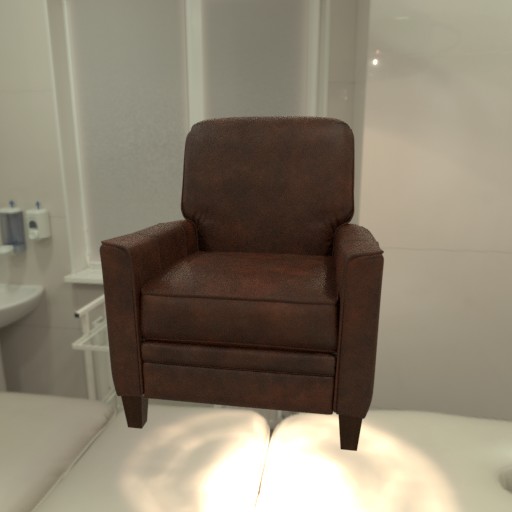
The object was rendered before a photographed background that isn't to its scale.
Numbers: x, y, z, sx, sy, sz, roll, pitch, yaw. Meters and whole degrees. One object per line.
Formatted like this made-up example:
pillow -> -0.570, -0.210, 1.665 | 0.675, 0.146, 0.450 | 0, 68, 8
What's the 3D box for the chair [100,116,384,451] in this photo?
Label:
chair -> 0.000, 0.000, 1.654 | 0.843, 1.043, 0.836 | 2, 14, 9
